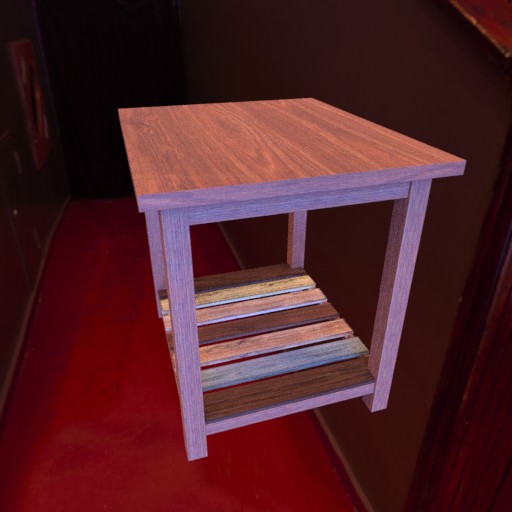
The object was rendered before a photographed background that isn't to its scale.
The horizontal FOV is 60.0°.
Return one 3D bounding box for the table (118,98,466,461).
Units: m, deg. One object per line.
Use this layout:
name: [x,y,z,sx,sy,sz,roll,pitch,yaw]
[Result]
table: [0.000,0.000,1.126,0.559,0.635,0.660,-9,30,-15]
